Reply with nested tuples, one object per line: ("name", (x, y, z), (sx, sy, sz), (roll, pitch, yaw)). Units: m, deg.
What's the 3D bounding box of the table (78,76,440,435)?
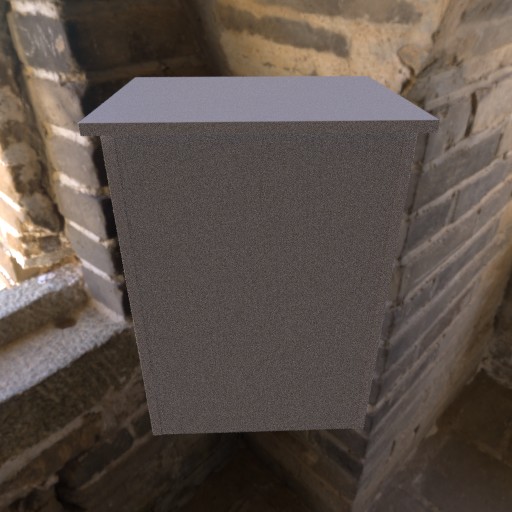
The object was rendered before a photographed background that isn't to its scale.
("table", (0.000, 0.000, 0.911), (0.480, 0.635, 0.381), (-1, 30, -2))
